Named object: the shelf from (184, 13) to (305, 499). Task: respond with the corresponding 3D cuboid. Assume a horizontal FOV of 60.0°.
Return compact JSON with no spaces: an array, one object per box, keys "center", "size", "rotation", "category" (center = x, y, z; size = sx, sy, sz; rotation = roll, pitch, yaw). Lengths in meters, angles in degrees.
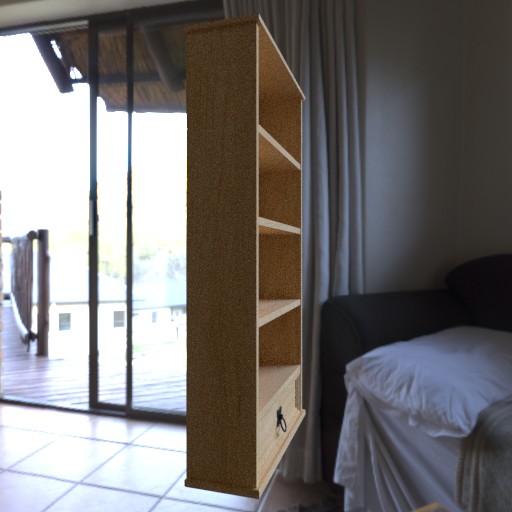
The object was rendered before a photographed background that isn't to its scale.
[{"center":[0.000,0.000,1.209],"size":[0.175,1.030,0.520],"rotation":[0,0,17],"category":"shelf"}]
